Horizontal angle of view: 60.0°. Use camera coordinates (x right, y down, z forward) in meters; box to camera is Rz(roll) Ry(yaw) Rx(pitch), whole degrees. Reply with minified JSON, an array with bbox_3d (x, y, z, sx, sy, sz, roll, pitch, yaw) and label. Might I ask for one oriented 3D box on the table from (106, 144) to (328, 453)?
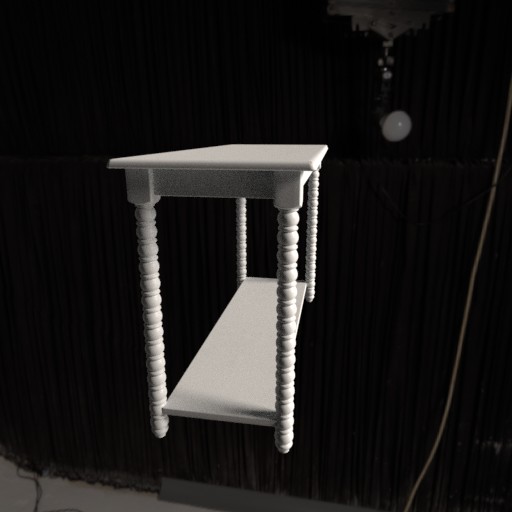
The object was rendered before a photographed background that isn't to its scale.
[{"bbox_3d":[0.000,0.000,1.585,0.459,0.740,1.184,3,16,10],"label":"table"}]
